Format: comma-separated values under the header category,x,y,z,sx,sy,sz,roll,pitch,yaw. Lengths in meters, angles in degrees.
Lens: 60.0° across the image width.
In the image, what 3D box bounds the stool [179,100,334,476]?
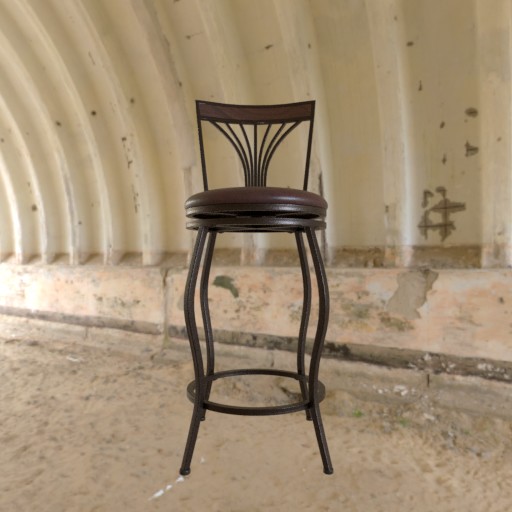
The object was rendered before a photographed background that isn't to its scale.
category,x,y,z,sx,sy,sz,roll,pitch,yaw
stool,0.000,0.000,1.371,0.433,1.117,0.514,0,0,0
